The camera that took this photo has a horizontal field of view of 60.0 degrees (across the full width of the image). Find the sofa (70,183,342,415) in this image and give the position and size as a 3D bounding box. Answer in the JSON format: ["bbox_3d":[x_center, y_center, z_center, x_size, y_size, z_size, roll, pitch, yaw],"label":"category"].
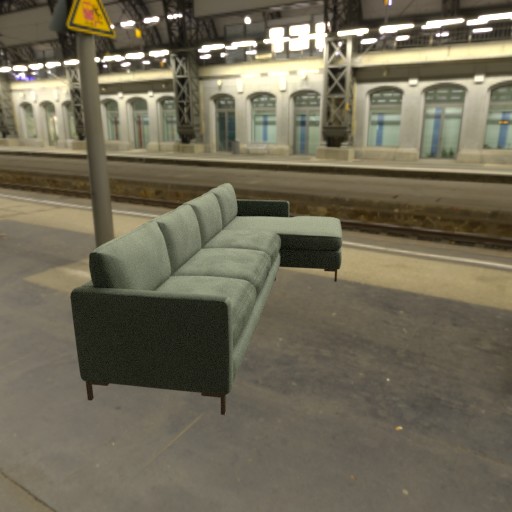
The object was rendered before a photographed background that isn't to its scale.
[{"bbox_3d":[0.000,0.000,3.202,1.255,0.756,2.725,3,16,9],"label":"sofa"}]
